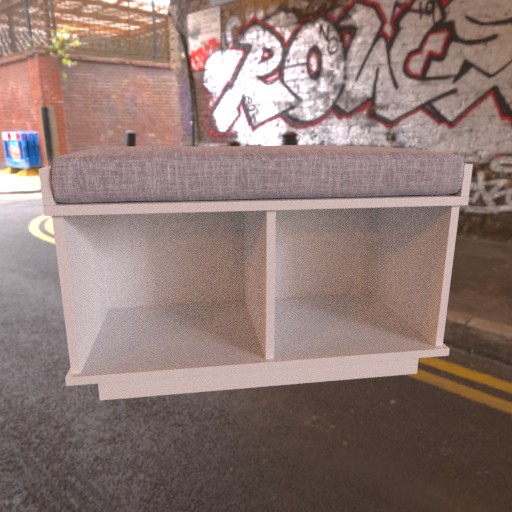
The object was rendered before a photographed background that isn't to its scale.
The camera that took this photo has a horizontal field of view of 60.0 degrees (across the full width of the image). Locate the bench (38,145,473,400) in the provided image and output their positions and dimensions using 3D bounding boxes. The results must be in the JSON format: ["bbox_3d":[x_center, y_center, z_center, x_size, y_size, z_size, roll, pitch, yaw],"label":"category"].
[{"bbox_3d":[0.000,0.000,0.955,0.734,0.461,0.362,-2,16,-8],"label":"bench"}]
